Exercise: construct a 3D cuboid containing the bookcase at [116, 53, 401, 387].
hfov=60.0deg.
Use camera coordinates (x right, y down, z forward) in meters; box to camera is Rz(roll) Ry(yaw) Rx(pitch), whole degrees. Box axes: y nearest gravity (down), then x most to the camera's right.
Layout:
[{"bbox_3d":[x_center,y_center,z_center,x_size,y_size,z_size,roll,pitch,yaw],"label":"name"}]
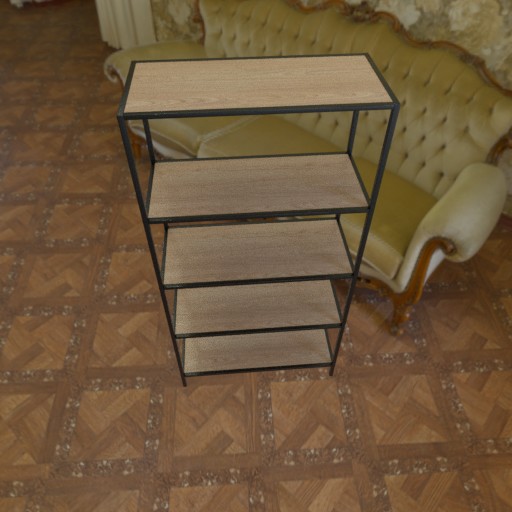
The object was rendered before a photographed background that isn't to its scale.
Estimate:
[{"bbox_3d":[0.000,0.000,1.854,0.770,1.500,0.350,-3,46,-3],"label":"bookcase"}]
